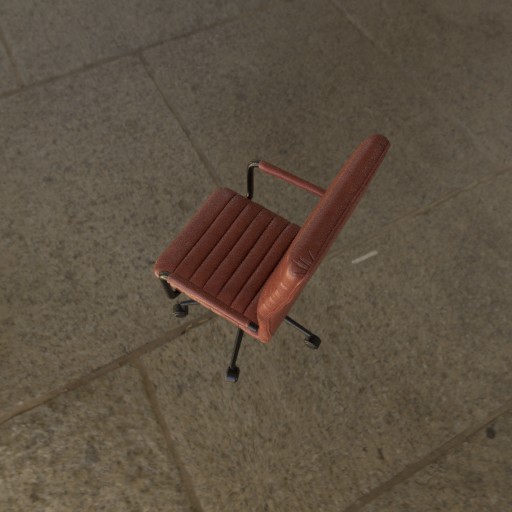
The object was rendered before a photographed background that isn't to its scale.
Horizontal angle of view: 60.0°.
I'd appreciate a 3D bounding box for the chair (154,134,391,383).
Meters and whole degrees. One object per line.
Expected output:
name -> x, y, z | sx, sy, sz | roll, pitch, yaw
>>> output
chair -> 0.000, 0.000, 1.378 | 0.580, 0.979, 0.608 | 29, 67, 14
